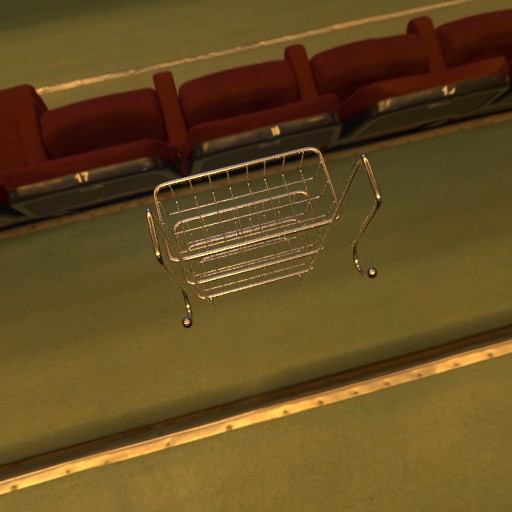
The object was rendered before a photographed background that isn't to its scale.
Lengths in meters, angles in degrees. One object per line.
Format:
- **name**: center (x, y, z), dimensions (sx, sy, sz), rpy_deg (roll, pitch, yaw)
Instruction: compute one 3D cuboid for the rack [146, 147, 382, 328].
- **rack**: center (0.000, 0.000, 0.660), dimensions (0.228, 0.574, 0.202), rpy_deg (-15, 77, -4)
